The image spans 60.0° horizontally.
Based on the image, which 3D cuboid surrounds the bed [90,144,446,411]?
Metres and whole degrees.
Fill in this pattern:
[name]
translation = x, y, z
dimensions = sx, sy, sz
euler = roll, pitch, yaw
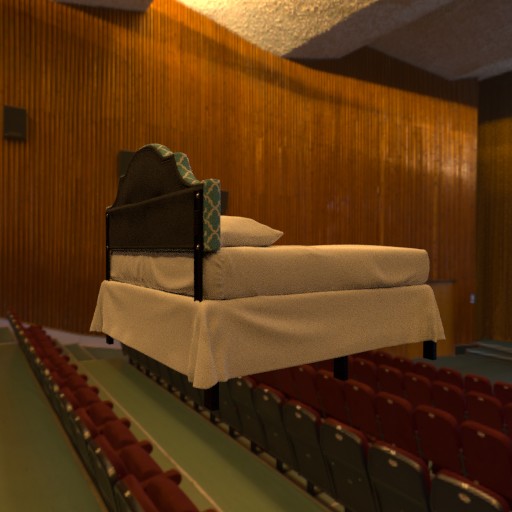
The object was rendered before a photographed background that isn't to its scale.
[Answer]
[bed]
translation = 0.000, 0.000, 3.740
dimensions = 2.222, 1.601, 2.314
euler = -1, 1, -34
